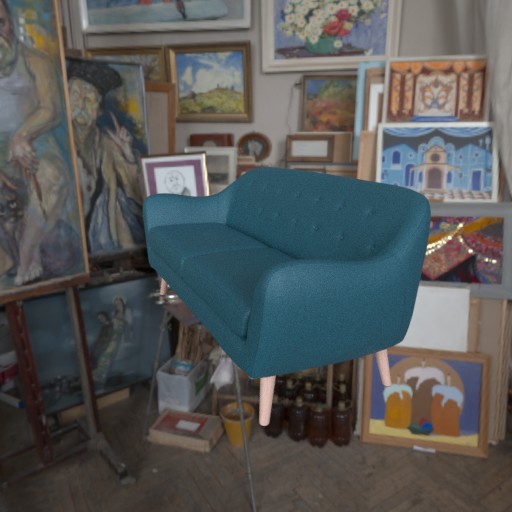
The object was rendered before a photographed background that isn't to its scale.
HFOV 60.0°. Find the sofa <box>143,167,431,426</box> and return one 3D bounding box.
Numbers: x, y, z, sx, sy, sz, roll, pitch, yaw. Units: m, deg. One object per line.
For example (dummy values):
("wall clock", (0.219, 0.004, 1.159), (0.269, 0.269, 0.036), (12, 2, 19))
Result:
("sofa", (0.000, 0.000, 2.335), (0.820, 0.836, 1.840), (-7, 17, -25))
